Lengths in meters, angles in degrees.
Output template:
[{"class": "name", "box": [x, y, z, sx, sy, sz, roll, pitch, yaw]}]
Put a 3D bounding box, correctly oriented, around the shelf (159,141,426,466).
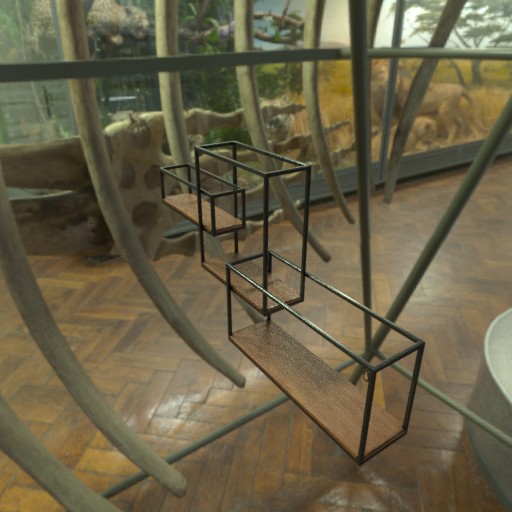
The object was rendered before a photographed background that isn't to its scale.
[{"class": "shelf", "box": [0.000, 0.000, 2.183, 0.275, 0.972, 1.781, -17, 31, -30]}]
